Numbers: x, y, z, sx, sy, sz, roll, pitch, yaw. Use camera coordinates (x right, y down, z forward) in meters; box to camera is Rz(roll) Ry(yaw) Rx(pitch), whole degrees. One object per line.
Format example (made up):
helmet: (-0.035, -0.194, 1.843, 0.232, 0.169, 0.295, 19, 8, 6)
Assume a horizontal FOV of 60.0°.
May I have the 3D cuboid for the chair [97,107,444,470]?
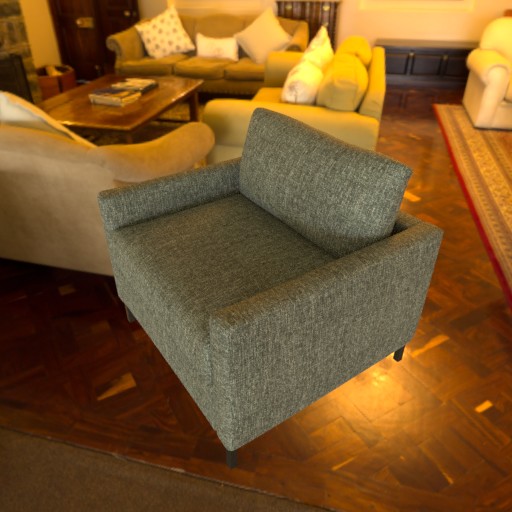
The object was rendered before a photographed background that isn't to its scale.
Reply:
chair: (0.000, 0.000, 1.659, 0.866, 0.861, 0.963, -21, 39, -29)
